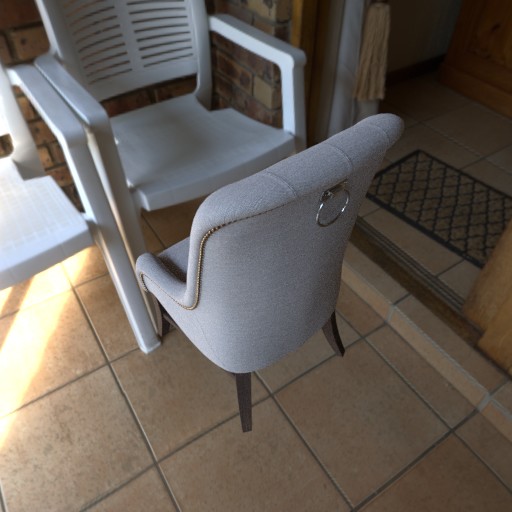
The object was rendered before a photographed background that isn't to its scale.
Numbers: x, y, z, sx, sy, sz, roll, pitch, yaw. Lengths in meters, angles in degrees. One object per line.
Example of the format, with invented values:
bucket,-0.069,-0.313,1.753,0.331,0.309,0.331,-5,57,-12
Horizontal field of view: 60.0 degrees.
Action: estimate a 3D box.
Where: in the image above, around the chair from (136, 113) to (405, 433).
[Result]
chair,0.000,0.000,1.469,0.634,1.091,0.629,-31,54,-26
